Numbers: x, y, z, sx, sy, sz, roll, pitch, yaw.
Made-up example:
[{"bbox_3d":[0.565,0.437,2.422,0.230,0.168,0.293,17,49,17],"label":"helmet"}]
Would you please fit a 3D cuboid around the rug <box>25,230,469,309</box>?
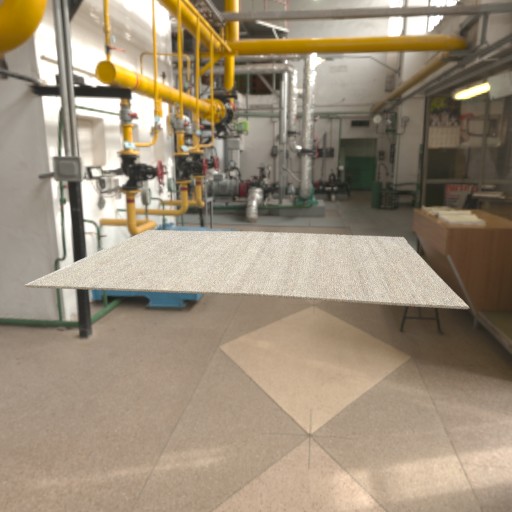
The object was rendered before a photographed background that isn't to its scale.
[{"bbox_3d":[0.000,0.000,4.870,3.626,0.051,2.757,2,14,9],"label":"rug"}]
